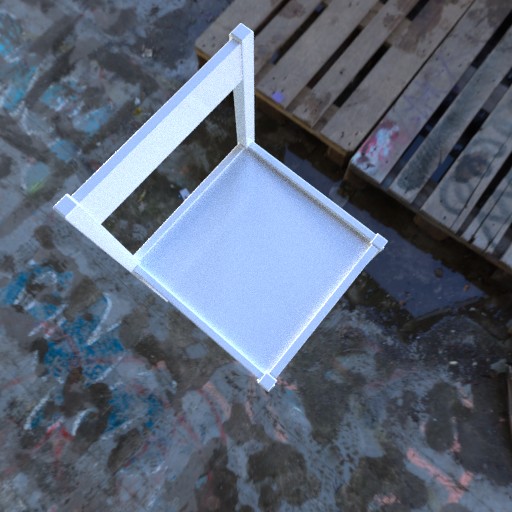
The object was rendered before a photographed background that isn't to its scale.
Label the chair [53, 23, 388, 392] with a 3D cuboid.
[{"bbox_3d":[0.000,0.000,0.679,0.285,0.505,0.285,39,78,10],"label":"chair"}]
